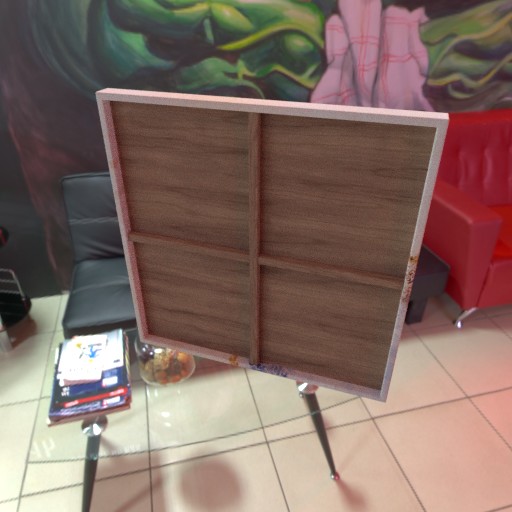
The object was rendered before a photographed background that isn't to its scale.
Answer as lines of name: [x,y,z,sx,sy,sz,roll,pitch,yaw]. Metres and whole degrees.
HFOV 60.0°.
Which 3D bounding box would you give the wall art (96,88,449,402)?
wall art: [0.000,0.000,1.575,1.061,1.061,0.071,10,33,16]
